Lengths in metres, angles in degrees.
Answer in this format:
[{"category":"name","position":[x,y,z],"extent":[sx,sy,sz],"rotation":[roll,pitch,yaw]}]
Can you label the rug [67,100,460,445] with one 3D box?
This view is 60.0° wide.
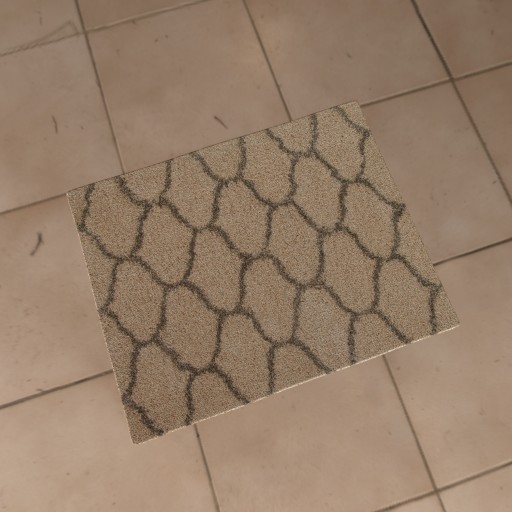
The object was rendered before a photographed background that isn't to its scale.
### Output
[{"category":"rug","position":[0.000,0.000,4.072],"extent":[3.000,0.026,2.399],"rotation":[-19,76,-5]}]
